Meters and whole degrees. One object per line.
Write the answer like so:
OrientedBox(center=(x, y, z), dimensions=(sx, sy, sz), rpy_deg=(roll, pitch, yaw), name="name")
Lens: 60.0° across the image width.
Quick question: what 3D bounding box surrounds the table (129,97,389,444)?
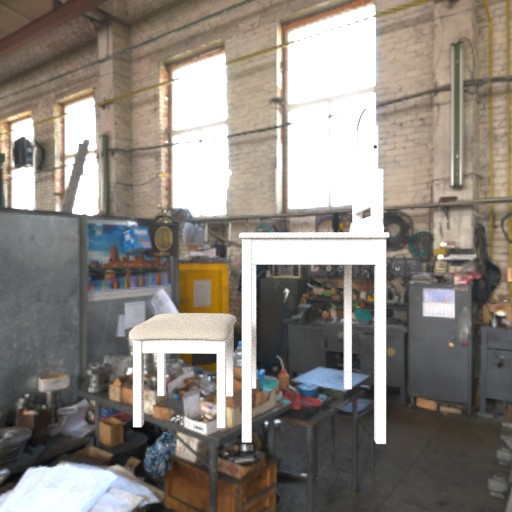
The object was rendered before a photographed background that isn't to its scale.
OrientedBox(center=(0.000, 0.000, 2.348), dimensions=(1.211, 1.631, 0.876), rpy_deg=(0, 0, 1), name="table")
